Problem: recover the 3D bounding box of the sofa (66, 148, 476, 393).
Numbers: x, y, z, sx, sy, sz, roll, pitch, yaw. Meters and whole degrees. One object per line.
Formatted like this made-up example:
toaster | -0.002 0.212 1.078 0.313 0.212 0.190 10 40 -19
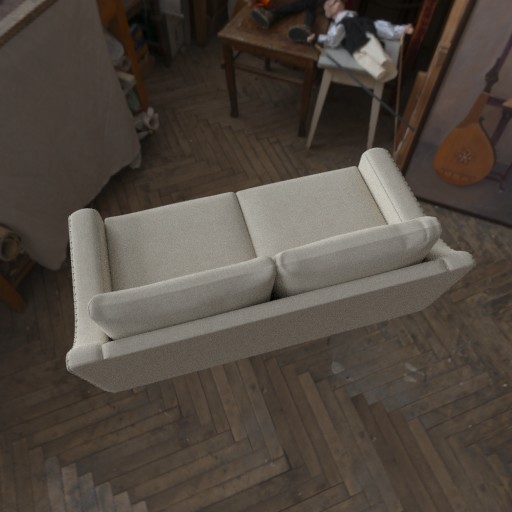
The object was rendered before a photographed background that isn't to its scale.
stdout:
sofa | 0.000 0.000 2.727 2.107 0.983 1.104 -13 60 -8
